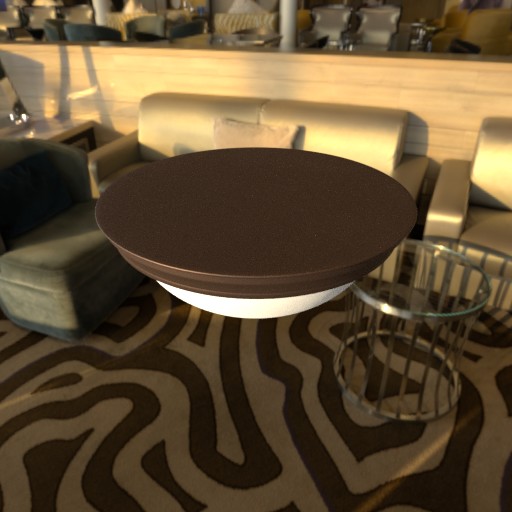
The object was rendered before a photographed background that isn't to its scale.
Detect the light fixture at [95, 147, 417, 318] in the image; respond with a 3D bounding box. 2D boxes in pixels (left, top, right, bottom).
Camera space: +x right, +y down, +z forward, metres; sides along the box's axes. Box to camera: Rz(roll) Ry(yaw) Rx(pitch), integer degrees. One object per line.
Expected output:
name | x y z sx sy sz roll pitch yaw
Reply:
light fixture | 0.000 0.000 0.437 0.280 0.135 0.280 0 30 0
